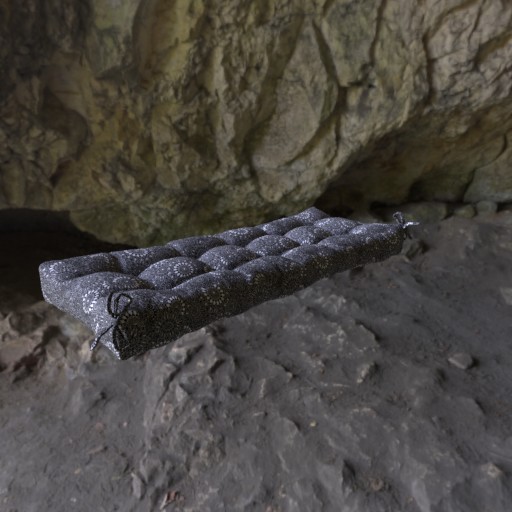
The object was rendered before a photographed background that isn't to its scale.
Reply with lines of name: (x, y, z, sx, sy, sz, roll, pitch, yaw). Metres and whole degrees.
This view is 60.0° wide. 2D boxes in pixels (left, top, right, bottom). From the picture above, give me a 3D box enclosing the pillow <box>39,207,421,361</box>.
pillow: (0.000, 0.000, 1.355, 1.194, 0.174, 0.511, -16, 23, -41)
